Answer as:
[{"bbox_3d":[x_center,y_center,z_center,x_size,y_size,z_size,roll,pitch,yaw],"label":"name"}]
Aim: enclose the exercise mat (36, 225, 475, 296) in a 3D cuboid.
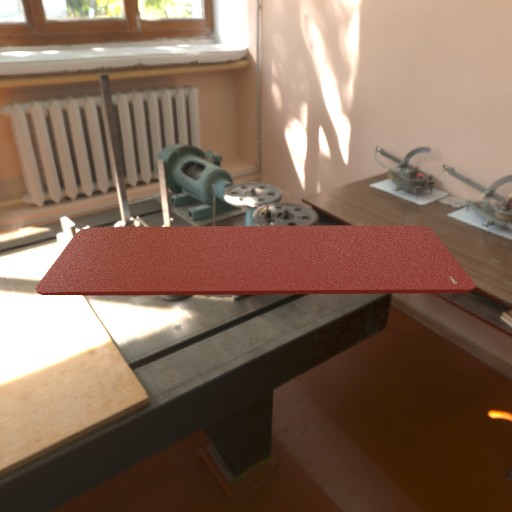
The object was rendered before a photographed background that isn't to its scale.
[{"bbox_3d":[0.000,0.000,2.100,1.869,0.021,0.616,0,29,-1],"label":"exercise mat"}]
